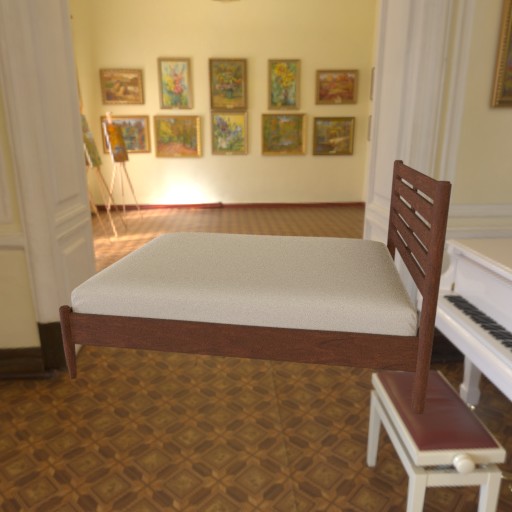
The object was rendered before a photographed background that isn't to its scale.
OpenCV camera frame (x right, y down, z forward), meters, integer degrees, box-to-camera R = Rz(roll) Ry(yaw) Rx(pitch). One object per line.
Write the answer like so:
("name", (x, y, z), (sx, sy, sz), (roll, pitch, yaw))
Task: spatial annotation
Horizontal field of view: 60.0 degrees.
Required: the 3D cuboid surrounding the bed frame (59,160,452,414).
("bed frame", (0.000, 0.000, 3.307), (2.234, 1.321, 1.655), (3, 16, 9))
